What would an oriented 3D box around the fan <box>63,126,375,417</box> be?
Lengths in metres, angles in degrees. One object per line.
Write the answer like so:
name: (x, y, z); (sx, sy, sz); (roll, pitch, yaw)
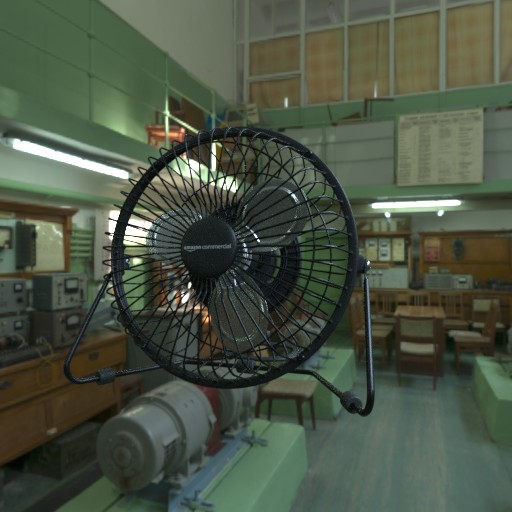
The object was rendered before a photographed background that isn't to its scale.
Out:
fan: (0.000, 0.000, 0.378); (0.209, 0.188, 0.227); (0, 0, 18)
